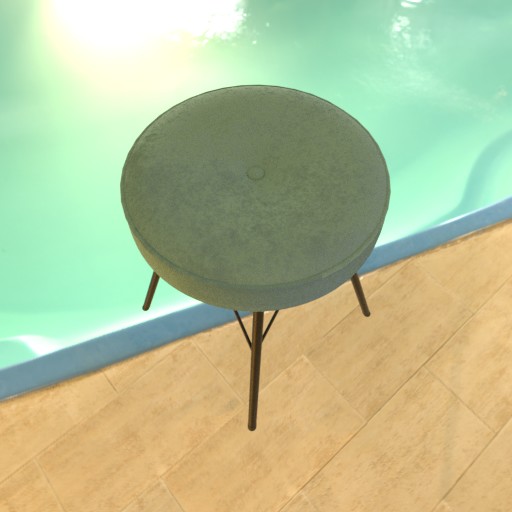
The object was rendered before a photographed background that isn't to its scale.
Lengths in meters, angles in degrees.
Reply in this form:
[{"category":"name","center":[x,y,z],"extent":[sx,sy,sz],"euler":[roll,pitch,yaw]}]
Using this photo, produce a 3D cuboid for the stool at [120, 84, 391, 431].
[{"category":"stool","center":[0.000,0.000,0.876],"extent":[0.458,0.519,0.457],"euler":[-31,63,-17]}]
